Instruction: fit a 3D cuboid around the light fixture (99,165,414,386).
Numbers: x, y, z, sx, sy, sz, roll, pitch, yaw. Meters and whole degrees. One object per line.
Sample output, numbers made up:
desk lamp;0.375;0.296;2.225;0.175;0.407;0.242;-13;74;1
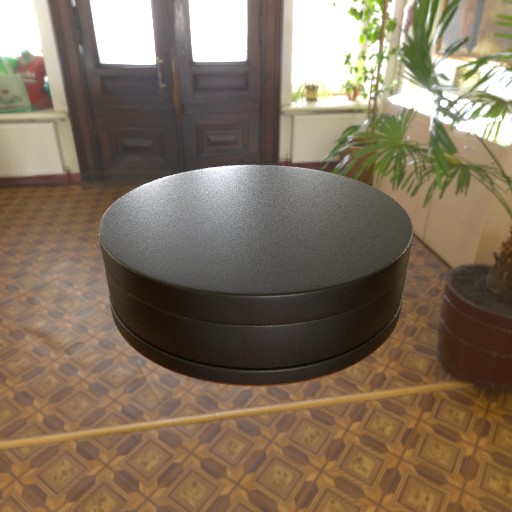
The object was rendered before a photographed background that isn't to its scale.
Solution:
light fixture;0.000;0.000;0.435;0.283;0.097;0.283;0;29;0
